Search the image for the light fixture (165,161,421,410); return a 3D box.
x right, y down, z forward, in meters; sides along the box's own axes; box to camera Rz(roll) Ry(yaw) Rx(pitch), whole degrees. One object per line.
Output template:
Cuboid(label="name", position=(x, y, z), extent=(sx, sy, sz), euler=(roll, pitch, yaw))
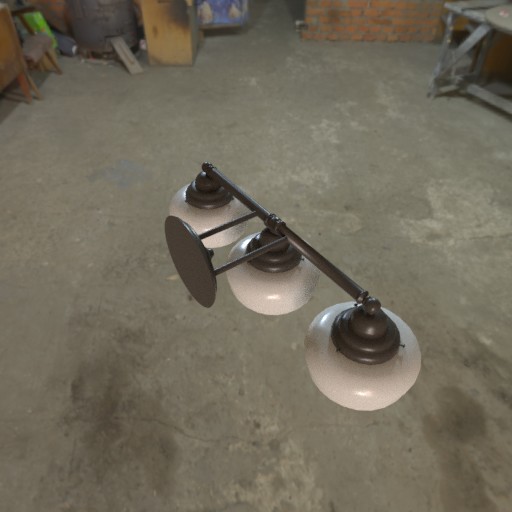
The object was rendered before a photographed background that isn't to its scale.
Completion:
Cuboid(label="light fixture", position=(0.000, 0.000, 0.721), extent=(0.239, 0.242, 0.587), euler=(-25, 48, -25))
